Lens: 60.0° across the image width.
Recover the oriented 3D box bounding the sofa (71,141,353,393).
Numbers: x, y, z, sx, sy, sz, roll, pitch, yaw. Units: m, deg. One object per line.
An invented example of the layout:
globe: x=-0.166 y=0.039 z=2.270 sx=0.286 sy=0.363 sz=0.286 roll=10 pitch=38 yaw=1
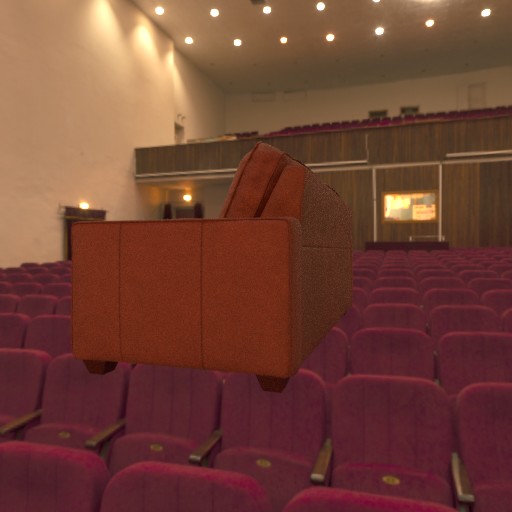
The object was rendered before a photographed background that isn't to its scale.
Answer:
sofa: x=0.000 y=0.000 z=2.579 sx=0.940 sy=0.919 sz=2.080 roll=0 pitch=1 yaw=18
